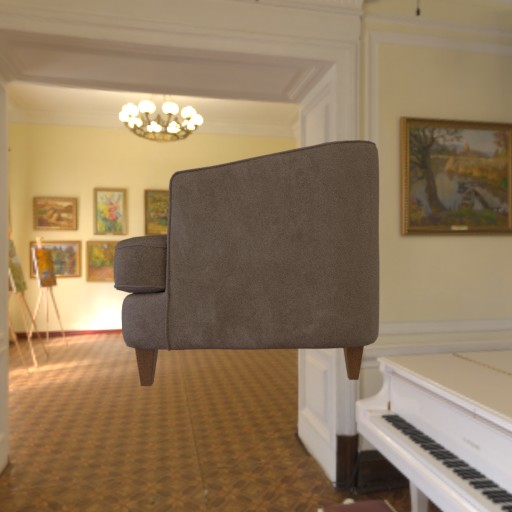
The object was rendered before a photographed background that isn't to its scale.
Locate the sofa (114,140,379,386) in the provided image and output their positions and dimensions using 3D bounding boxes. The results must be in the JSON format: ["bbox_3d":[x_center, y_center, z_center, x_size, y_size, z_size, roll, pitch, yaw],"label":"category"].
[{"bbox_3d":[0.000,0.000,2.270,0.941,0.855,1.733,0,0,1],"label":"sofa"}]
